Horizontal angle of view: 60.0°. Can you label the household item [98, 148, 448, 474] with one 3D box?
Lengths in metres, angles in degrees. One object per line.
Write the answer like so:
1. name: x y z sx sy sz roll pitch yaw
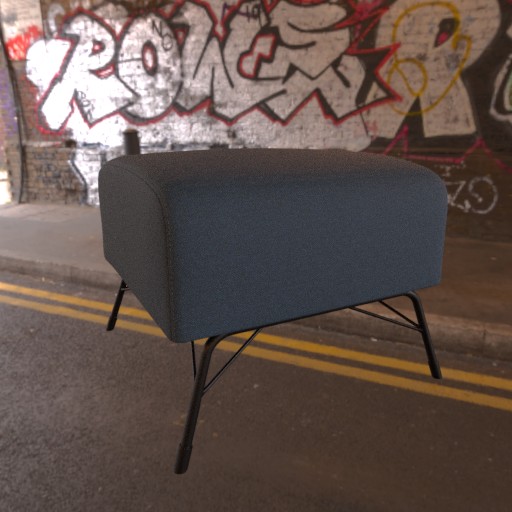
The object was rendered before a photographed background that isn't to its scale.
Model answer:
1. household item: 0.000 0.000 0.890 0.530 0.420 0.530 -8 18 -27
